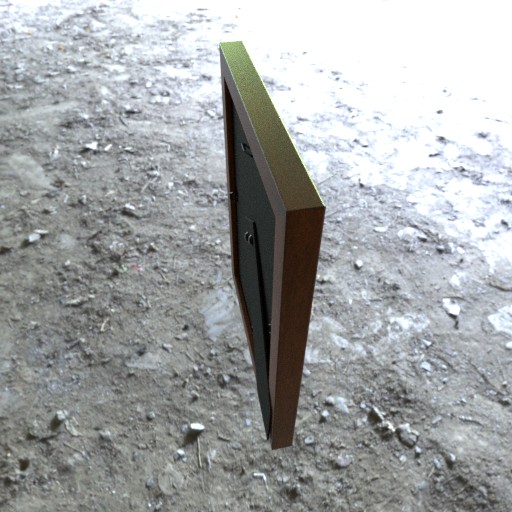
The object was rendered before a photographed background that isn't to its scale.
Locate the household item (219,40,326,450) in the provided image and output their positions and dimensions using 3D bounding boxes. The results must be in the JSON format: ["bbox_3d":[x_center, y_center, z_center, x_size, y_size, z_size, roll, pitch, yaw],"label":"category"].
[{"bbox_3d":[0.000,0.000,0.345,0.020,0.250,0.200,-8,45,-8],"label":"household item"}]
